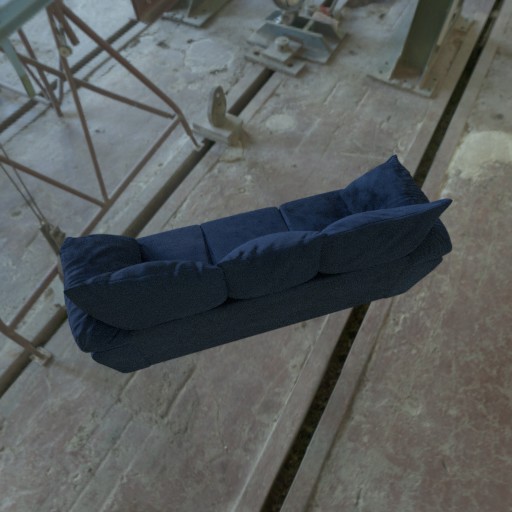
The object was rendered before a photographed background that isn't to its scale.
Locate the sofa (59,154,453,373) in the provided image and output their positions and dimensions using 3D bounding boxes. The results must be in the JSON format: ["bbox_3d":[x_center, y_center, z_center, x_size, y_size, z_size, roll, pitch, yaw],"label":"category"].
[{"bbox_3d":[0.000,0.000,2.920,2.390,1.091,0.907,-14,58,-9],"label":"sofa"}]
